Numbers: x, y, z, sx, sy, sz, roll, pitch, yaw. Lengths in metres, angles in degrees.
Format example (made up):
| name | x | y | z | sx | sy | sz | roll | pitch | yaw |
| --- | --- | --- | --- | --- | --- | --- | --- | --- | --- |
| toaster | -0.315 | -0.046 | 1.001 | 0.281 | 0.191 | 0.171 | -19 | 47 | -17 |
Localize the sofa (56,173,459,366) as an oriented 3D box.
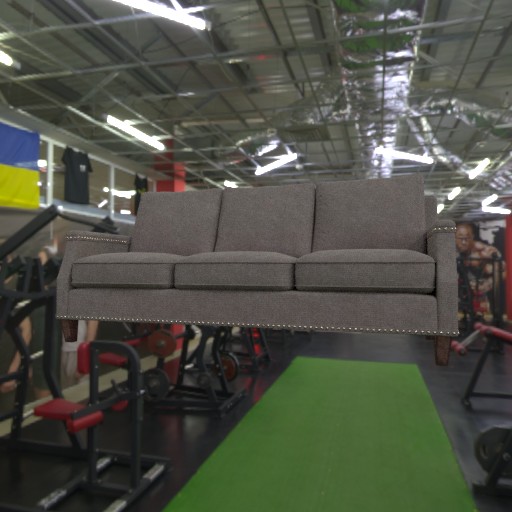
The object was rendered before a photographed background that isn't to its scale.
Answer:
| name | x | y | z | sx | sy | sz | roll | pitch | yaw |
| --- | --- | --- | --- | --- | --- | --- | --- | --- | --- |
| sofa | 0.000 | 0.000 | 2.791 | 2.226 | 1.042 | 1.034 | 0 | -1 | 17 |
